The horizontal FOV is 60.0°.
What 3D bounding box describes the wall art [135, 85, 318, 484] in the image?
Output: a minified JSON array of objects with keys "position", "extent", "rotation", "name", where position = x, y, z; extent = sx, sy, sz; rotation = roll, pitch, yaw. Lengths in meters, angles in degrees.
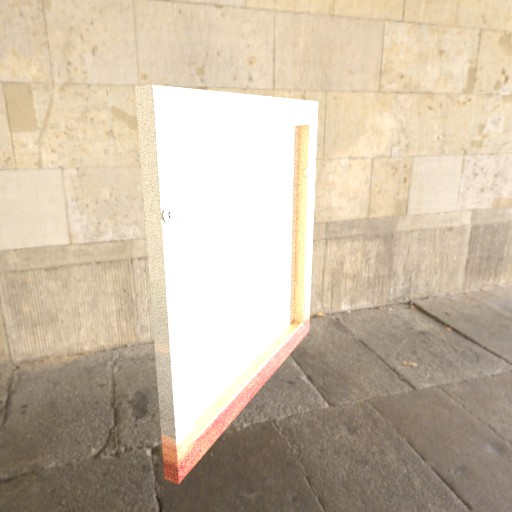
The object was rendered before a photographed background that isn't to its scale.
[{"position":[0.000,0.000,1.118],"extent":[0.042,0.760,0.760],"rotation":[9,19,26],"name":"wall art"}]
